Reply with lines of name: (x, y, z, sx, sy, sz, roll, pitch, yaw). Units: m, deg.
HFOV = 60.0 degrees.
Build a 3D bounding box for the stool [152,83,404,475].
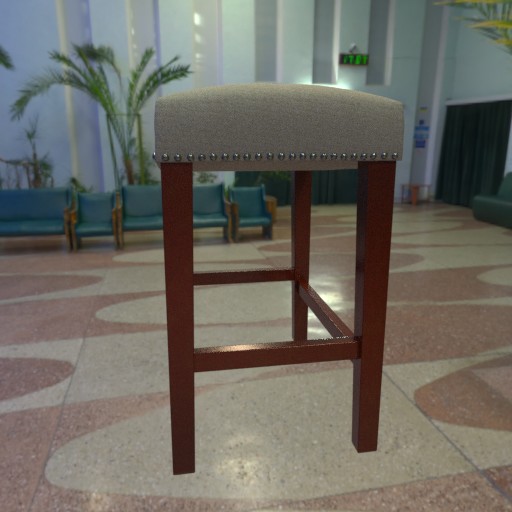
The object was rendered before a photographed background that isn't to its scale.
stool: (0.000, 0.000, 0.932, 0.375, 0.632, 0.509, -2, 15, -9)
